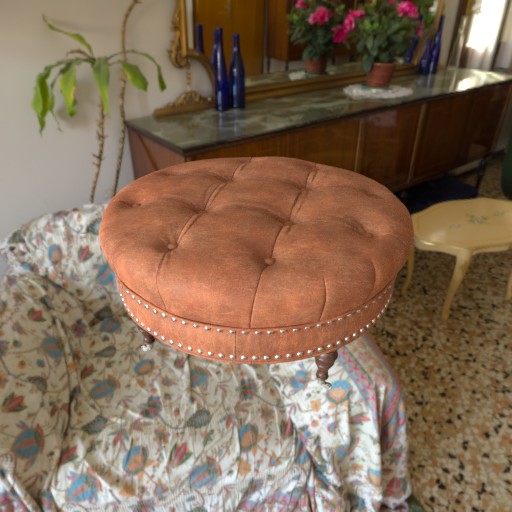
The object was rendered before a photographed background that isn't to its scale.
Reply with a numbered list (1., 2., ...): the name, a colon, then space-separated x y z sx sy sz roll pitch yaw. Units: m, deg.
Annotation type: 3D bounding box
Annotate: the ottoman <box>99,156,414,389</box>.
1. ottoman: 0.000 0.000 1.399 0.901 0.444 0.901 0 31 0
